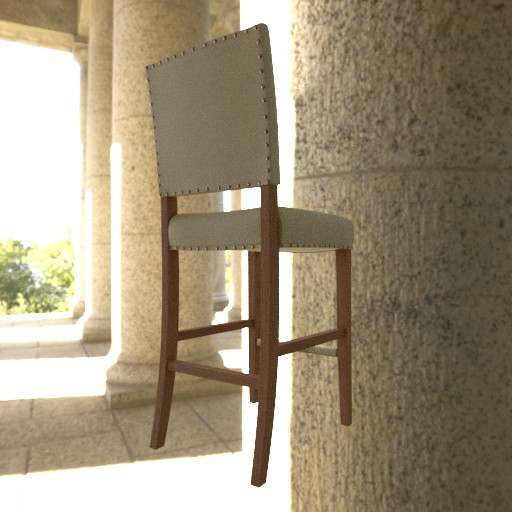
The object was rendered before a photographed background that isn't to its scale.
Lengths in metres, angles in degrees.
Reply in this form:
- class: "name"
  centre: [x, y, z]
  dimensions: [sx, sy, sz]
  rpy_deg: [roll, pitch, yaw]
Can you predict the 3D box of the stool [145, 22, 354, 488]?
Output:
- class: "stool"
  centre: [0.000, 0.000, 1.442]
  dimensions: [0.445, 1.168, 0.584]
  rpy_deg: [0, 0, 36]
